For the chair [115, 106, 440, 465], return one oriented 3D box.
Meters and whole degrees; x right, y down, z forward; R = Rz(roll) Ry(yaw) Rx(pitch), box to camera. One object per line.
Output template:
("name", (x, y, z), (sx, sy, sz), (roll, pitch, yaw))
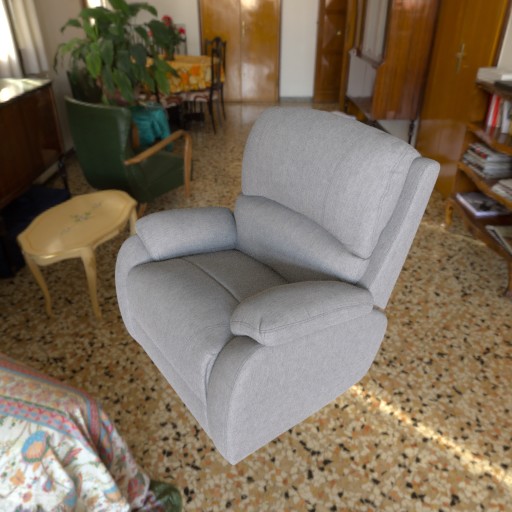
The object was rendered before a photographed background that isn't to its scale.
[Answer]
("chair", (0.000, 0.000, 1.728), (0.899, 1.011, 0.930), (-20, 36, -31))
